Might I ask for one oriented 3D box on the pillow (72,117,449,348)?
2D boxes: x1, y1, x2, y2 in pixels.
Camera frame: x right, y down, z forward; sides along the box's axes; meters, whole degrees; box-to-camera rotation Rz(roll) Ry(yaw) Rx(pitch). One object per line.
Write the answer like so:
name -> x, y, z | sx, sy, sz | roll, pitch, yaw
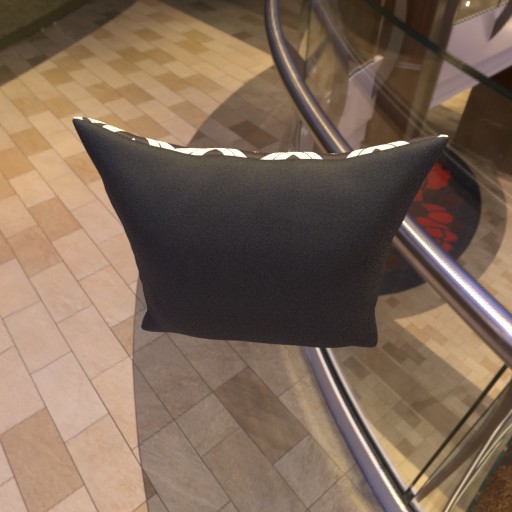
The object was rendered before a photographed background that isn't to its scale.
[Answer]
pillow -> 0.000, 0.000, 0.765 | 0.504, 0.494, 0.188 | 4, 46, 4
